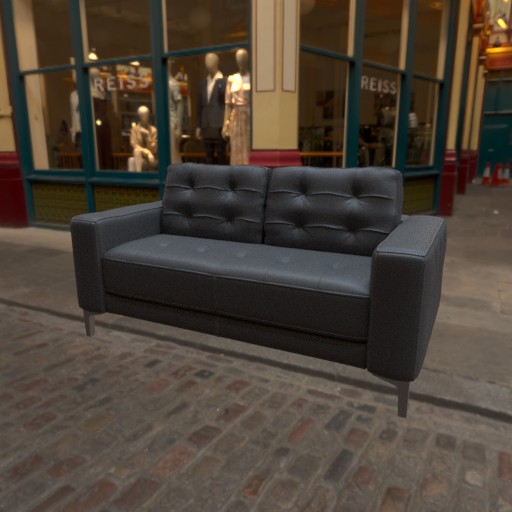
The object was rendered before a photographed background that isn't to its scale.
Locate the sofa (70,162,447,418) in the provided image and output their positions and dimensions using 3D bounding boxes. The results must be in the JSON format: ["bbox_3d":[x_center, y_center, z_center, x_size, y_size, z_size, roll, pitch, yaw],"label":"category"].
[{"bbox_3d":[0.000,0.000,2.242,1.726,0.893,0.833,7,16,26],"label":"sofa"}]
